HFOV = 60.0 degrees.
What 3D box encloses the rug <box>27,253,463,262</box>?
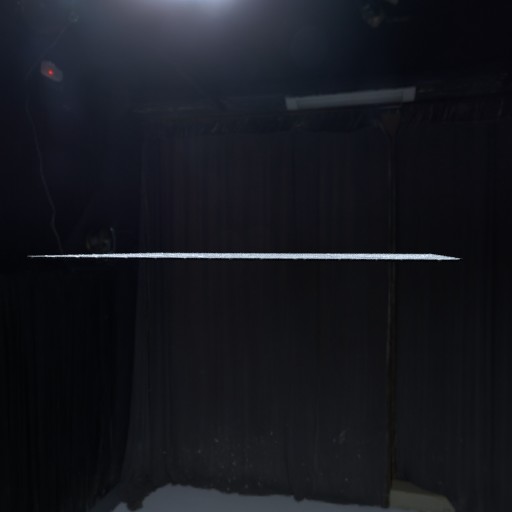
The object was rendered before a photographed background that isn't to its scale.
[{"bbox_3d":[0.000,0.000,2.336,1.830,0.013,1.223,0,1,17],"label":"rug"}]
